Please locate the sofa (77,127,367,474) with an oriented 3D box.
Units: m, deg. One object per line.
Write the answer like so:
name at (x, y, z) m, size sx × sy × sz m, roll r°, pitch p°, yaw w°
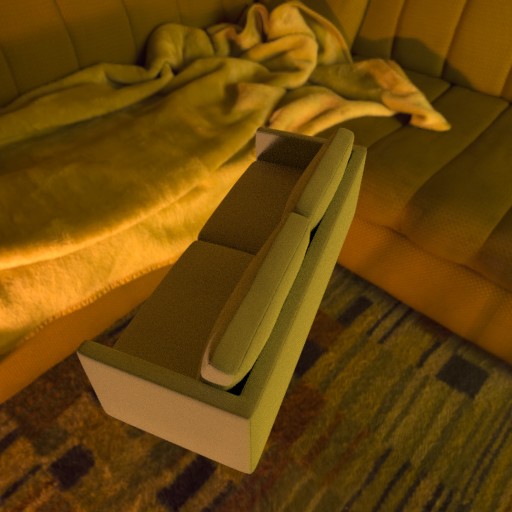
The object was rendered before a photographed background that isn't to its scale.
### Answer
sofa at (0.000, 0.000, 2.990) m, size 0.948 × 0.965 × 2.434 m, roll 16°, pitch 46°, yaw 16°
